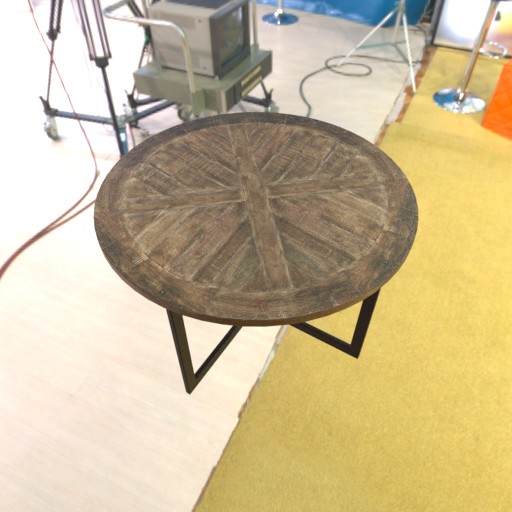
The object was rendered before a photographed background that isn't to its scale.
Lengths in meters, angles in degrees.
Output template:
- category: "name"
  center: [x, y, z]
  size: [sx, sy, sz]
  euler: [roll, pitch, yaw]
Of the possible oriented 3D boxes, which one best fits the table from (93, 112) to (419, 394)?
- category: "table"
  center: [0.000, 0.000, 2.050]
  size: [1.264, 0.762, 1.264]
  euler: [0, 46, 0]
